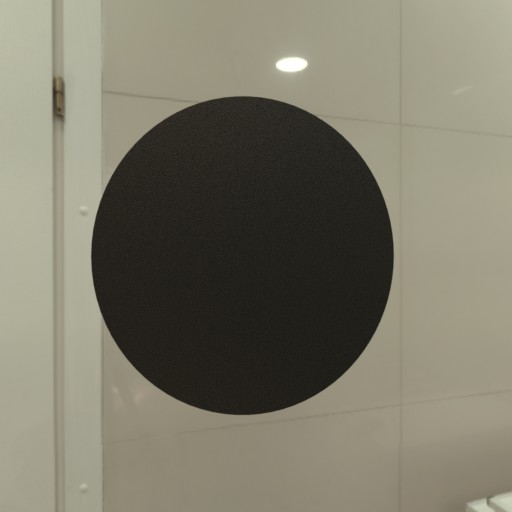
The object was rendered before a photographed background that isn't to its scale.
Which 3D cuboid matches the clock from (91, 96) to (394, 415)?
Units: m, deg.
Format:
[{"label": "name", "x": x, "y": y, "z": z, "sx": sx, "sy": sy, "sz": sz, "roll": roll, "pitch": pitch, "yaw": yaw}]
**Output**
[{"label": "clock", "x": 0.000, "y": 0.000, "z": 0.652, "sx": 0.454, "sy": 0.454, "sz": 0.038, "roll": 0, "pitch": 0, "yaw": -19}]
